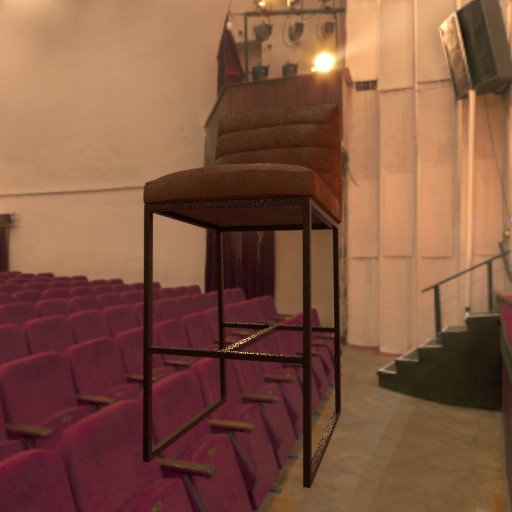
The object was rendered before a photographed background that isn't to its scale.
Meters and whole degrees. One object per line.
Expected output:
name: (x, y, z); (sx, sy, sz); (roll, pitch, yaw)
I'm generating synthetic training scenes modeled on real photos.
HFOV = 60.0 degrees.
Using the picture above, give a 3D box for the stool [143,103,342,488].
stool: (0.000, 0.000, 1.338); (0.463, 1.065, 0.562); (0, -1, 18)
